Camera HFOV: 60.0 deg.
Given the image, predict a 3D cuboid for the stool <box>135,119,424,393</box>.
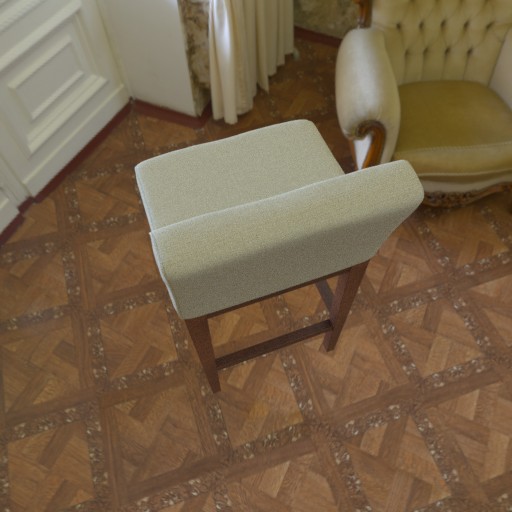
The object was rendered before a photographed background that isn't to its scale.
[{"bbox_3d":[0.000,0.000,1.267,0.511,0.937,0.500,-17,60,-10],"label":"stool"}]
